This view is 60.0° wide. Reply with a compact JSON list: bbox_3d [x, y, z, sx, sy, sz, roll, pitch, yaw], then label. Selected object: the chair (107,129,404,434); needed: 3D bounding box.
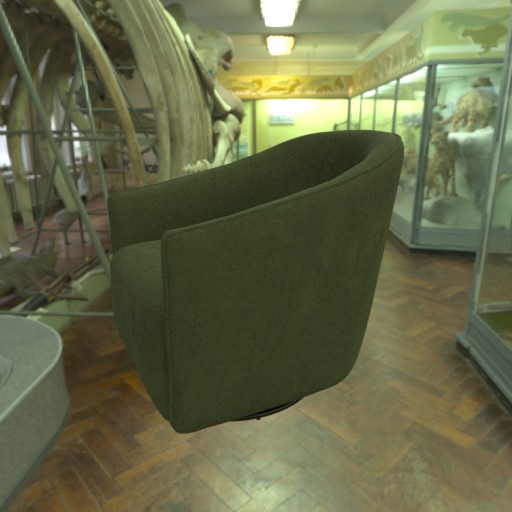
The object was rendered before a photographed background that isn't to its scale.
[{"bbox_3d":[0.000,0.000,1.456,0.875,0.799,0.747,-8,18,-26],"label":"chair"}]
